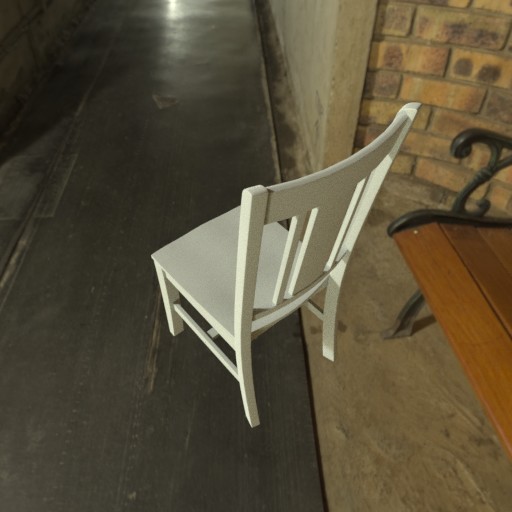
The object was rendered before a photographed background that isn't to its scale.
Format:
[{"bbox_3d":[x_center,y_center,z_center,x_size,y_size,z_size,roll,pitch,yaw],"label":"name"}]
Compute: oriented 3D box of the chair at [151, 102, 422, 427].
[{"bbox_3d":[0.000,0.000,1.287,0.450,0.998,0.555,-32,54,-26],"label":"chair"}]
